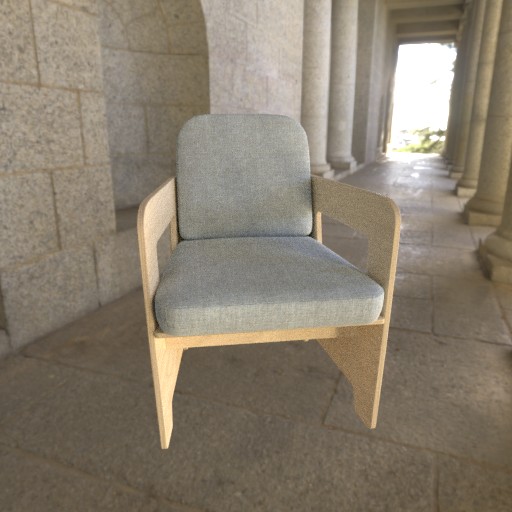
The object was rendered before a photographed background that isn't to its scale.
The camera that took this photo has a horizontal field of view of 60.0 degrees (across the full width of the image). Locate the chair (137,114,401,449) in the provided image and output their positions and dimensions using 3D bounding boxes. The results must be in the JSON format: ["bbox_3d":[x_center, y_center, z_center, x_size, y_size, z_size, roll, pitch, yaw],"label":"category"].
[{"bbox_3d":[0.000,0.000,1.283,0.590,0.800,0.710,-2,16,-8],"label":"chair"}]
